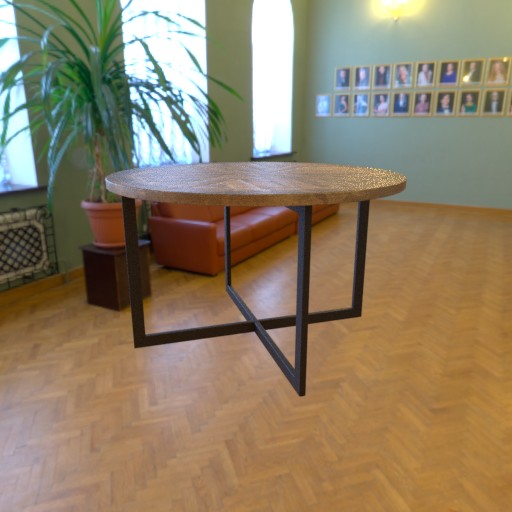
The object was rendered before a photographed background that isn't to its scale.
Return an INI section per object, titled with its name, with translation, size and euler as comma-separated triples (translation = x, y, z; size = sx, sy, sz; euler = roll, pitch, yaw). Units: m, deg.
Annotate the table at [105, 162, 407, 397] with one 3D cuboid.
[table]
translation = 0.000, 0.000, 2.063
size = 1.264, 0.762, 1.264
euler = 0, 16, 0
